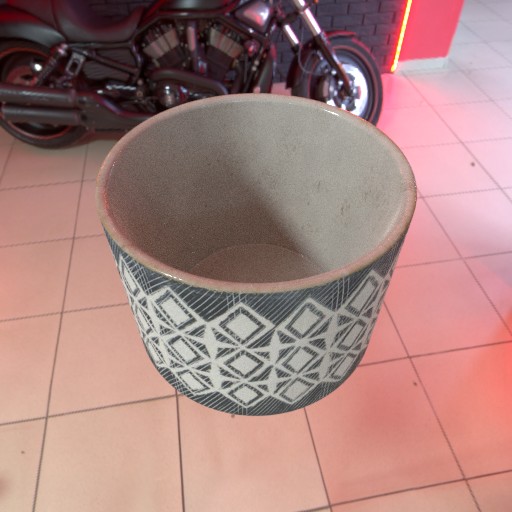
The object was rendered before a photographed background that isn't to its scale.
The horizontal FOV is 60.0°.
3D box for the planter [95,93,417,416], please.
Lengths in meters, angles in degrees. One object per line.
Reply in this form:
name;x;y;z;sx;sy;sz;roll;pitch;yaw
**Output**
planter;0.000;0.000;0.217;0.126;0.104;0.126;0;47;0
